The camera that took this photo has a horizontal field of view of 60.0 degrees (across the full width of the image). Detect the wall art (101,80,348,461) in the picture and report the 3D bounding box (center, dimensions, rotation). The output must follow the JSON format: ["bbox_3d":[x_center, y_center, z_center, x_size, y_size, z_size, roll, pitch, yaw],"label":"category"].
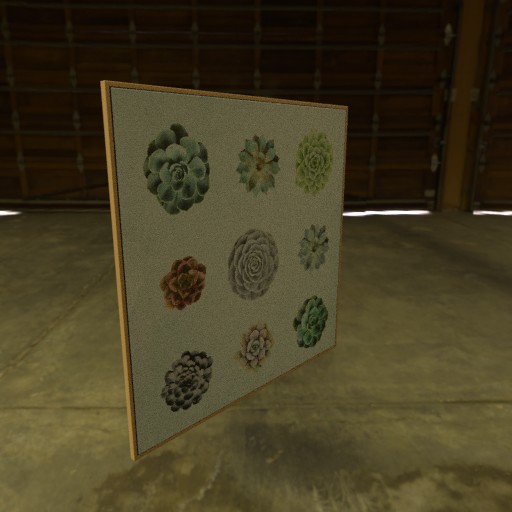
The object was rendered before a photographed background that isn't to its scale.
[{"bbox_3d":[0.000,0.000,0.967,0.014,0.655,0.657,13,19,42],"label":"wall art"}]
